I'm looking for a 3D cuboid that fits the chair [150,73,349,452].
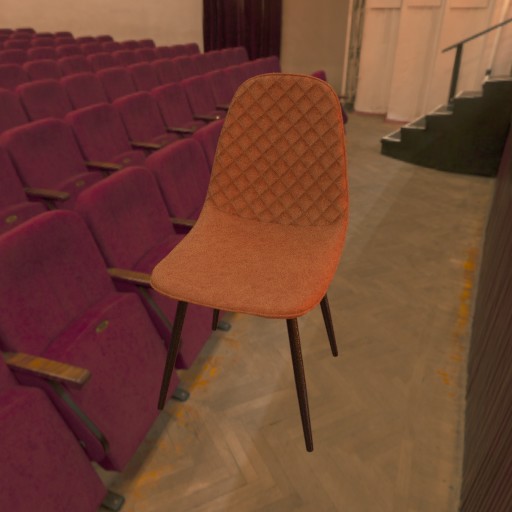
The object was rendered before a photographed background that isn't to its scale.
[{"bbox_3d":[0.000,0.000,1.228,0.472,0.889,0.561,9,30,16],"label":"chair"}]
